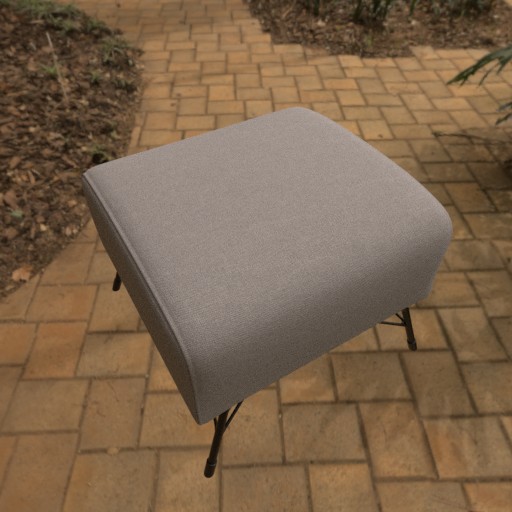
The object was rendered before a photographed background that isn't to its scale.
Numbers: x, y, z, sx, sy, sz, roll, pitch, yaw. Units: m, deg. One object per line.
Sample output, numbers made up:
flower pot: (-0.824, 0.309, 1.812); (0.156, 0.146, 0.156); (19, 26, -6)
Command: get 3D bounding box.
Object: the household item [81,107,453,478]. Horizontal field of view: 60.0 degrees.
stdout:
household item: (0.000, 0.000, 0.906); (0.530, 0.410, 0.530); (-23, 50, -21)
